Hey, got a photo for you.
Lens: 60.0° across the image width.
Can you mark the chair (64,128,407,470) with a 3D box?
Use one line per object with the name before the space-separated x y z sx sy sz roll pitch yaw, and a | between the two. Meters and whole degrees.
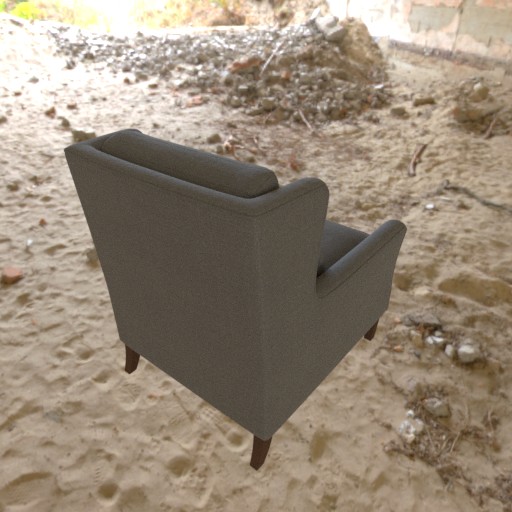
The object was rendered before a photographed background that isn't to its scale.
chair | 0.000 0.000 1.808 0.866 1.056 1.040 23 38 33
